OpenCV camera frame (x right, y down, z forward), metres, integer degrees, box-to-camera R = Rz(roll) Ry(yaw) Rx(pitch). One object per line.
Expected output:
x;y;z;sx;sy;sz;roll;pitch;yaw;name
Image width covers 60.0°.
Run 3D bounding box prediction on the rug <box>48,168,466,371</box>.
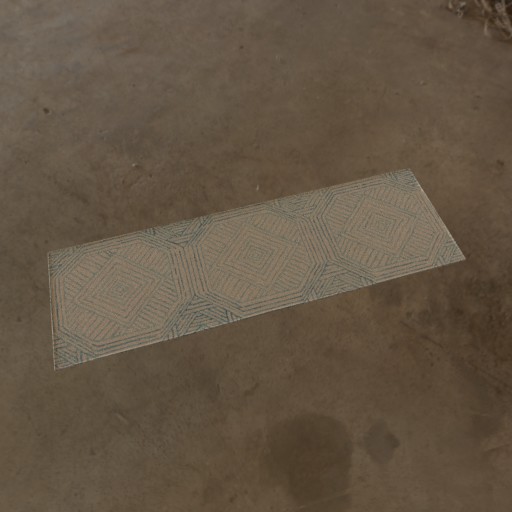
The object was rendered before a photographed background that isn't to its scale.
0.000;0.000;2.722;2.452;0.012;0.775;-14;60;-8;rug
